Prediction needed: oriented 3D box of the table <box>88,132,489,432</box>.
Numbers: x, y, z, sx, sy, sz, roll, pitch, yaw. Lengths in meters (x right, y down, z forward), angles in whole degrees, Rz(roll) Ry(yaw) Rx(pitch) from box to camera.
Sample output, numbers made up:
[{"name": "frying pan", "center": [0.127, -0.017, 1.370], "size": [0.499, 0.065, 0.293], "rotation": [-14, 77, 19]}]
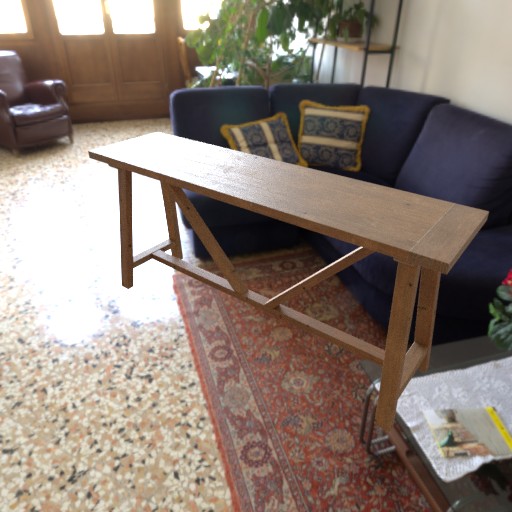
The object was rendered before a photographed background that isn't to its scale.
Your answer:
[{"name": "table", "center": [0.000, 0.000, 2.145], "size": [1.800, 0.810, 0.465], "rotation": [21, 37, 32]}]
